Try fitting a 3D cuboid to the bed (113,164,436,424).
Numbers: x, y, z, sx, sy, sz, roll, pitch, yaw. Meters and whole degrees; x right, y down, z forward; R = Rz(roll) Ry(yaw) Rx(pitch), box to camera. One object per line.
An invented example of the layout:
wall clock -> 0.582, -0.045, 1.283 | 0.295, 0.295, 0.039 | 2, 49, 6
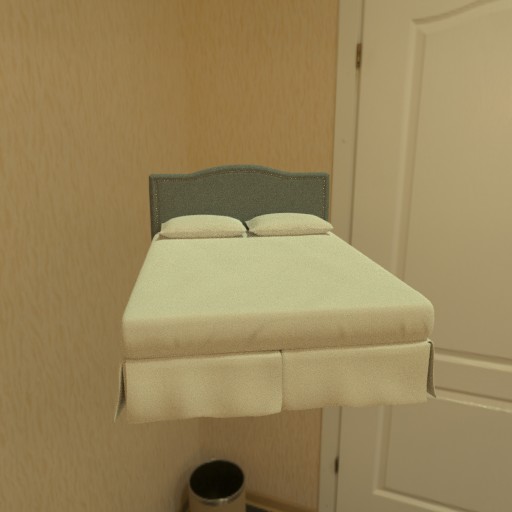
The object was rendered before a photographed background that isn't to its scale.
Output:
bed -> 0.000, 0.000, 3.964 | 2.161, 1.457, 2.689 | -2, 15, -7
